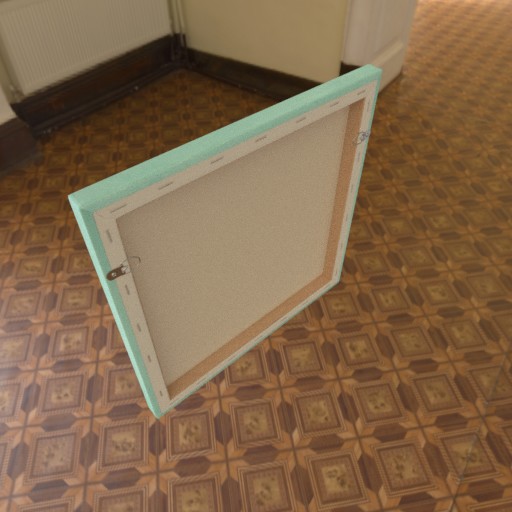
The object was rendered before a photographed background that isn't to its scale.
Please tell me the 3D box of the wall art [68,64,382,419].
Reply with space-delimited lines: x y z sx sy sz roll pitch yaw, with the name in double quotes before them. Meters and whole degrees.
"wall art" 0.000 0.000 1.608 1.071 1.073 0.070 -33 54 -28
